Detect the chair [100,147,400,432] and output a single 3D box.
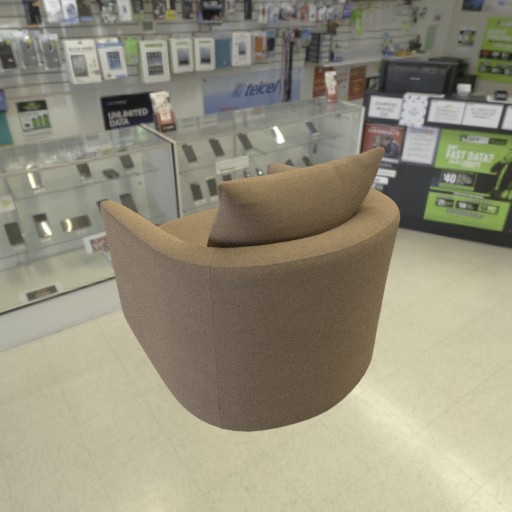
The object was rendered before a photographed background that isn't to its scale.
[{"bbox_3d":[0.000,0.000,1.606,0.845,0.848,0.910,-18,35,-28],"label":"chair"}]
